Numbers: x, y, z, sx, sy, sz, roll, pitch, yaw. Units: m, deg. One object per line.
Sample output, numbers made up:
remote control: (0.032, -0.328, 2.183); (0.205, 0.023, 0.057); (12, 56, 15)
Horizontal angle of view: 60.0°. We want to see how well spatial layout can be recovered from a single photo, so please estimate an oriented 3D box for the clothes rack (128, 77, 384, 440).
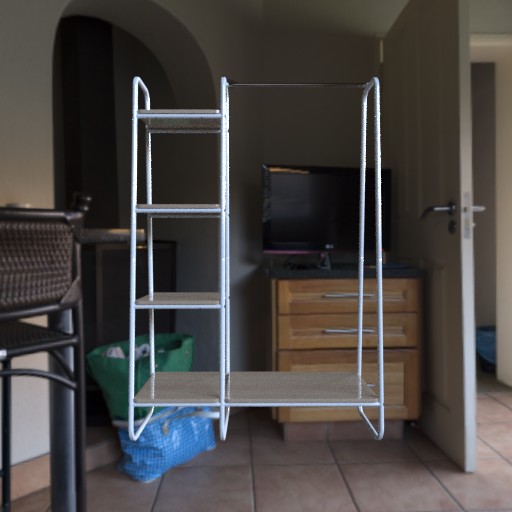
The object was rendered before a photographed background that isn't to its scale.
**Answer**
clothes rack: (0.000, 0.000, 1.929); (1.011, 1.500, 0.400); (0, 1, 0)
